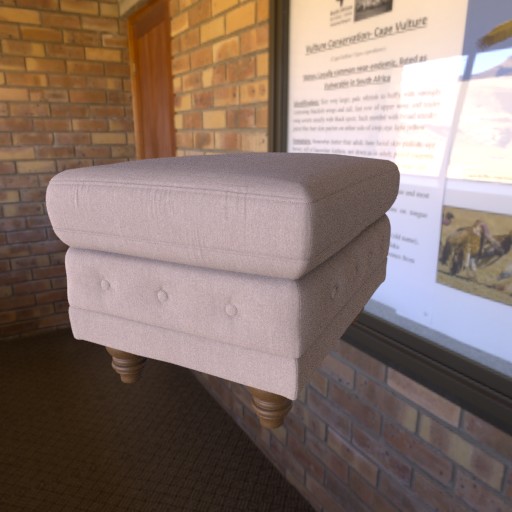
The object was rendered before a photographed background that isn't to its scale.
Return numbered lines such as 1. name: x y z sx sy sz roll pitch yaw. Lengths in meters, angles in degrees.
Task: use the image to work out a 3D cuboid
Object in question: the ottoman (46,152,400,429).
1. ottoman: 0.000 0.000 1.118 0.569 0.500 0.771 8 17 26
